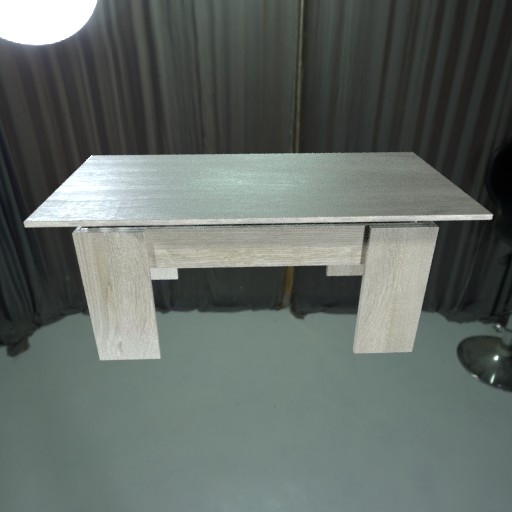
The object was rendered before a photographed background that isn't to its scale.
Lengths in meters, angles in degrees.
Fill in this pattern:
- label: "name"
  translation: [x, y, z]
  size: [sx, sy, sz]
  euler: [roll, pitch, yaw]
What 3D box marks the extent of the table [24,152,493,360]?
- label: "table"
  translation: [0.000, 0.000, 1.389]
  size: [1.000, 0.570, 0.711]
  euler: [-1, 29, -2]
